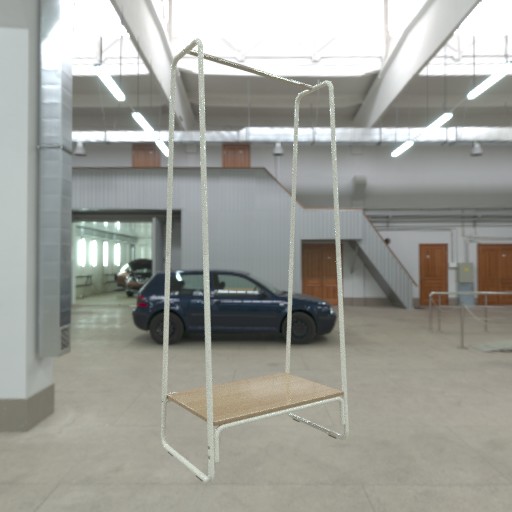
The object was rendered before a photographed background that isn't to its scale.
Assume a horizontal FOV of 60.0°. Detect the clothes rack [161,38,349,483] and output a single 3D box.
[{"bbox_3d":[0.000,0.000,1.770,0.640,1.500,0.400,1,-1,-35],"label":"clothes rack"}]
